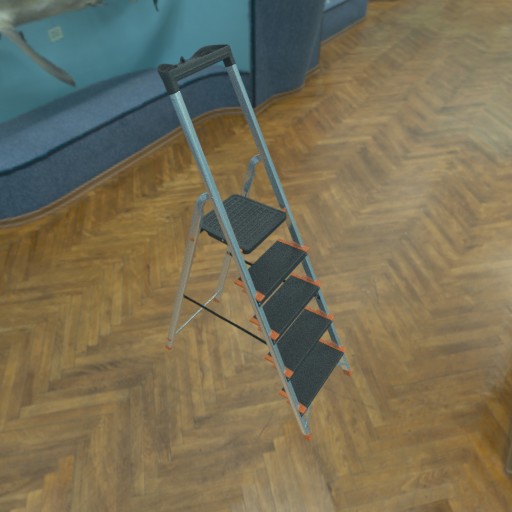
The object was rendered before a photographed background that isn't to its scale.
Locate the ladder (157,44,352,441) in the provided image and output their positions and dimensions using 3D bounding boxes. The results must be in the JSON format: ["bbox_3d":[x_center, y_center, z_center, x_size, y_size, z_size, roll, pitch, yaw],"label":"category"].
[{"bbox_3d":[0.000,0.000,2.014,0.995,1.646,0.480,25,48,25],"label":"ladder"}]
